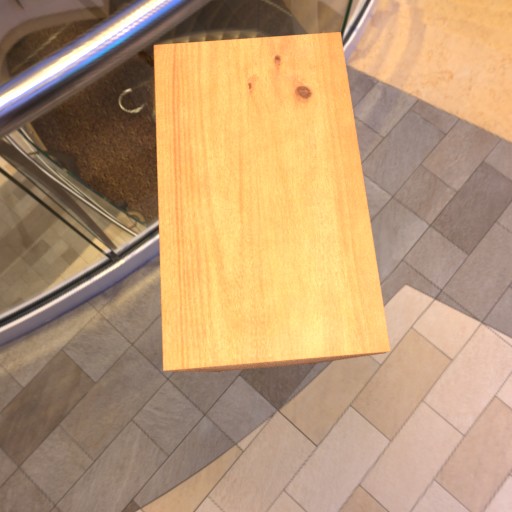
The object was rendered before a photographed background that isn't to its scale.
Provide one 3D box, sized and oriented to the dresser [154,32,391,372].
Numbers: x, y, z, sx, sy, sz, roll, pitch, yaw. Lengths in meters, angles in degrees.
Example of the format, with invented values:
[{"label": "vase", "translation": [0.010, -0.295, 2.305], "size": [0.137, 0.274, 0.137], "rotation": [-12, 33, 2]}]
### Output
[{"label": "dresser", "translation": [0.000, 0.000, 1.566], "size": [0.479, 1.240, 0.761], "rotation": [-5, 75, -1]}]
